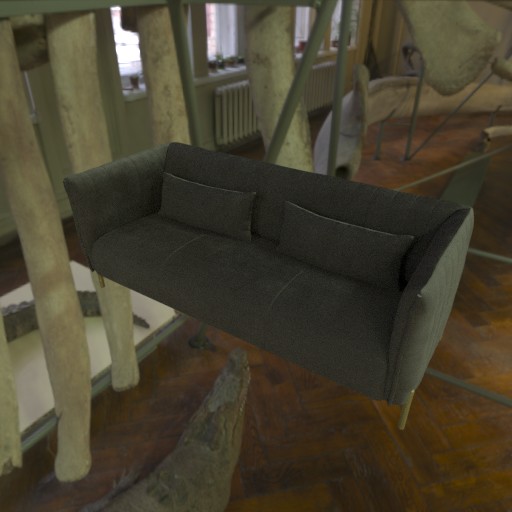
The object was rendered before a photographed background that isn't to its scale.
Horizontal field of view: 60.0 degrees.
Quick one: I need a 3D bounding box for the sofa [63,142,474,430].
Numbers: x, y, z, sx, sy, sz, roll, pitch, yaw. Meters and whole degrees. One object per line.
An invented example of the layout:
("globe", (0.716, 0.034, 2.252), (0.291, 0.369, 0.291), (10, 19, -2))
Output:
("sofa", (0.000, 0.000, 2.401), (1.980, 0.780, 0.876), (19, 36, 28))
